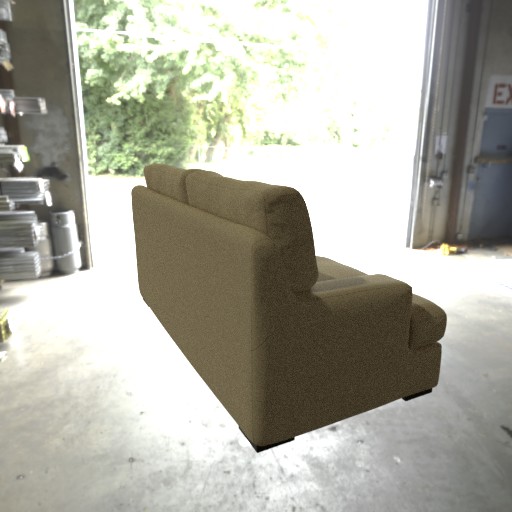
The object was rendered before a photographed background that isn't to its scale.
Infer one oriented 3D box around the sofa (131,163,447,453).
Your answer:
[{"bbox_3d":[0.000,0.000,2.470,0.962,0.967,1.885,-7,17,-26],"label":"sofa"}]
